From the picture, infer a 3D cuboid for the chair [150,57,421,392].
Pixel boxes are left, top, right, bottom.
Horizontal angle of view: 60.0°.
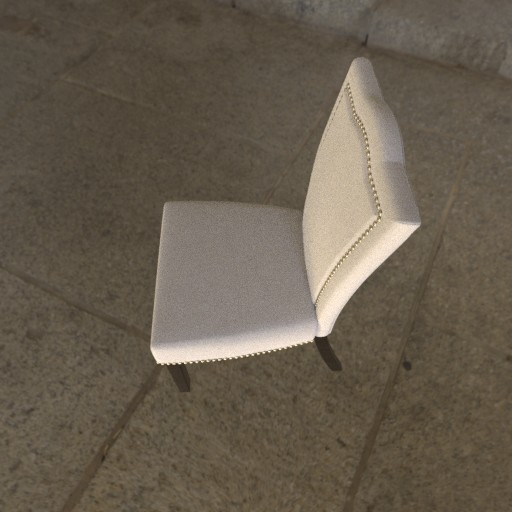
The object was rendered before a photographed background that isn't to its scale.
[{"bbox_3d":[0.000,0.000,1.261,0.589,0.946,0.518,-2,56,-1],"label":"chair"}]
